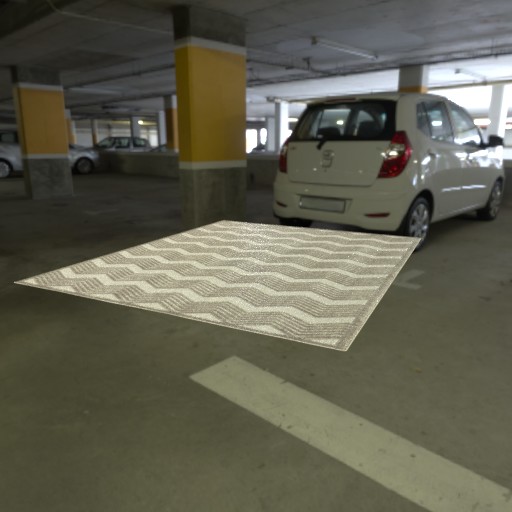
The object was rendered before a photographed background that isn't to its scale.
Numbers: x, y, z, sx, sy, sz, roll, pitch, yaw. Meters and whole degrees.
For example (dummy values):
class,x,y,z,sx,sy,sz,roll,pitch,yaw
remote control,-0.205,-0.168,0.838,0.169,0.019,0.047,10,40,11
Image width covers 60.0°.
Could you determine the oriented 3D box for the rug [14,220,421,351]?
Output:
class,x,y,z,sx,sy,sz,roll,pitch,yaw
rug,0.000,0.000,3.859,2.391,0.005,2.880,7,16,26
